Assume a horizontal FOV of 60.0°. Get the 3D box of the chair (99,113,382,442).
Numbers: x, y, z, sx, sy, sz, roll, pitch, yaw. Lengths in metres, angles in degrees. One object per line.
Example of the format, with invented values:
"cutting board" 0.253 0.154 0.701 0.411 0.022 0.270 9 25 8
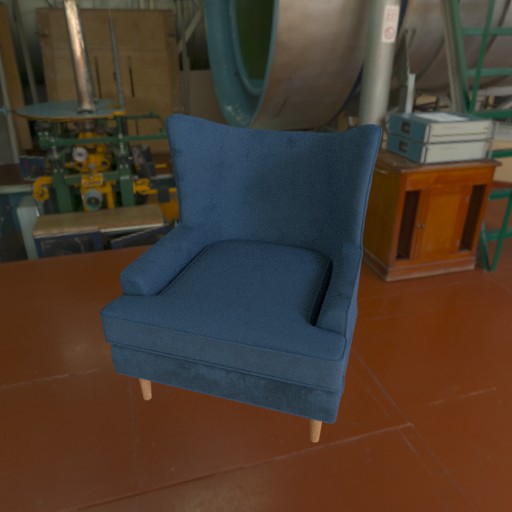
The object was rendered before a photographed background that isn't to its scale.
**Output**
"chair" 0.000 0.000 1.663 0.793 0.952 0.910 8 28 16
